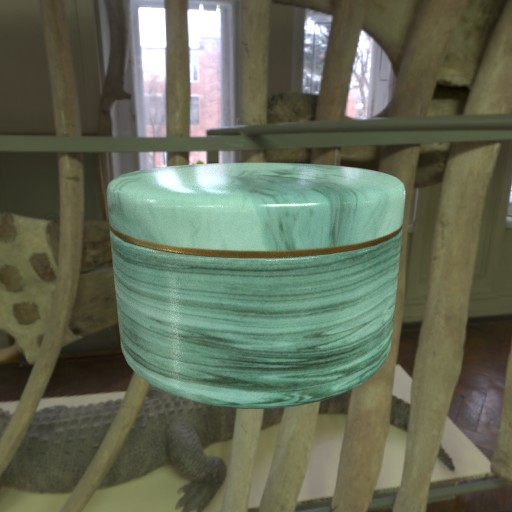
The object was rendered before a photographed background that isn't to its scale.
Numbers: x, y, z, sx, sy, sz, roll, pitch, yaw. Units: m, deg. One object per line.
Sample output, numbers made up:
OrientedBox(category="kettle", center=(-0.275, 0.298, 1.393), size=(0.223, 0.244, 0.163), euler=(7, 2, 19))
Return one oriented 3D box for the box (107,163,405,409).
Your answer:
OrientedBox(category="box", center=(0.000, 0.000, 0.165), size=(0.101, 0.063, 0.101), euler=(0, 17, 0))
